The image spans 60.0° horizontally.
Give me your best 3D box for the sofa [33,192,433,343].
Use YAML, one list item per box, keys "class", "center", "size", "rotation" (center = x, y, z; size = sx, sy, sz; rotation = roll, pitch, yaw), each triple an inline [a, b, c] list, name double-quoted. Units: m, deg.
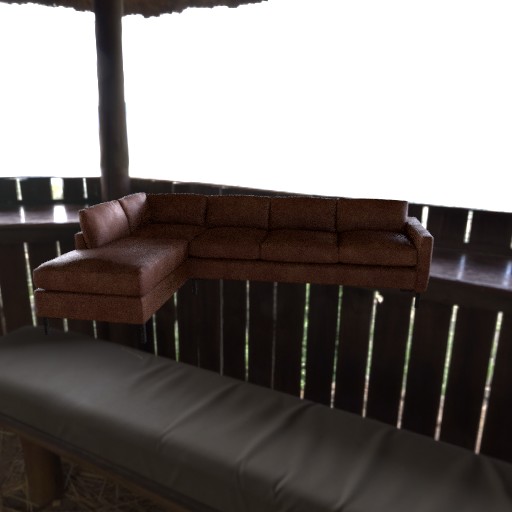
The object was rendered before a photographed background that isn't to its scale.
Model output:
- class: "sofa"
  center: [0.000, 0.000, 3.877]
  size: [2.984, 0.877, 1.938]
  rotation: [3, 15, 10]
